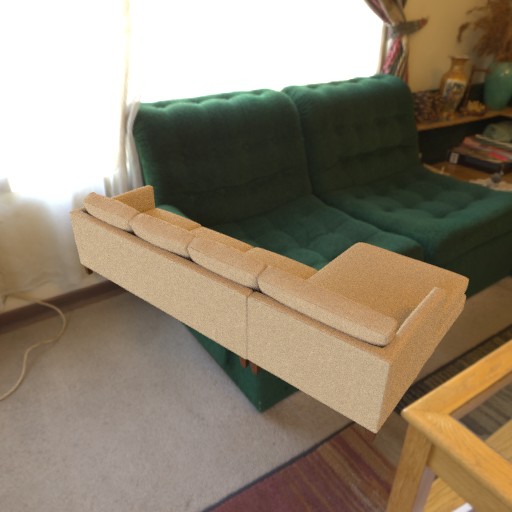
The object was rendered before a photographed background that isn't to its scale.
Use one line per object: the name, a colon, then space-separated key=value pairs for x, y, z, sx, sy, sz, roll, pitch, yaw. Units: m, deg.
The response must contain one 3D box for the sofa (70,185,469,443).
sofa: x=0.000 y=0.000 z=3.909 sx=3.186 sy=0.846 sz=1.625 roll=22 pitch=36 yaw=33
